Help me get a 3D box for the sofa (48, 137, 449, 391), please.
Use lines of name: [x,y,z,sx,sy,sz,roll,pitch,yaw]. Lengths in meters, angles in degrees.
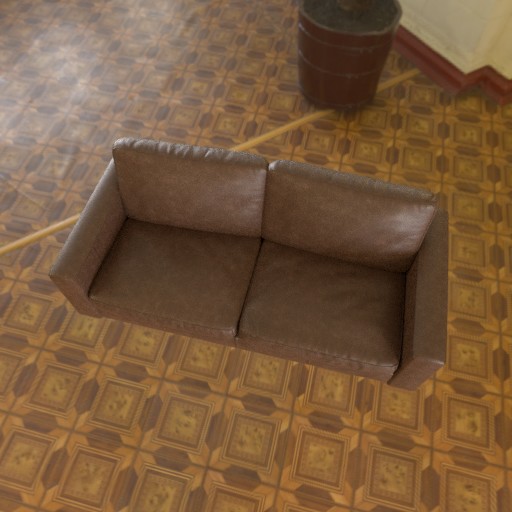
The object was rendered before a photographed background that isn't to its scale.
sofa: [0.000,0.000,2.672,2.179,0.873,1.016,12,60,7]
